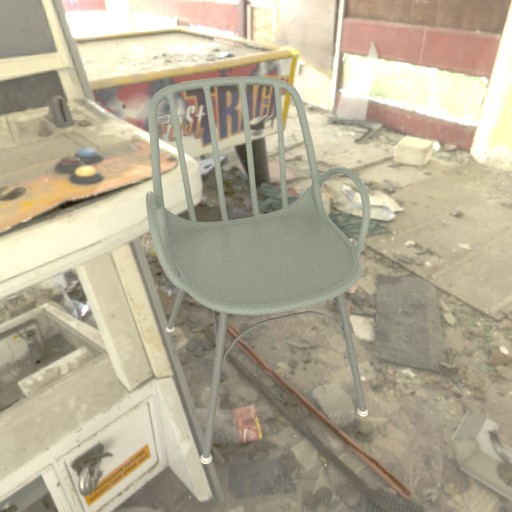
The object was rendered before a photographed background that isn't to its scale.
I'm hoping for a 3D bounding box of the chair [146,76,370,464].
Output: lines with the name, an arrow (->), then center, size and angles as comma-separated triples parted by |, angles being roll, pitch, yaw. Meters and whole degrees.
chair -> 0.000, 0.000, 1.215 | 0.549, 0.816, 0.597 | -10, 35, -15
